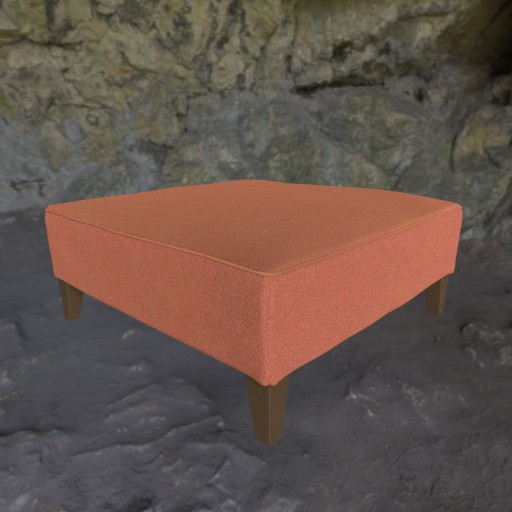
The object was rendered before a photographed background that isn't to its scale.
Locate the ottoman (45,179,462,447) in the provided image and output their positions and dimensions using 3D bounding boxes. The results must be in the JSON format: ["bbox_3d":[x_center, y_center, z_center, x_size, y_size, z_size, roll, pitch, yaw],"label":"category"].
[{"bbox_3d":[0.000,0.000,1.499,0.997,0.438,0.999,15,22,41],"label":"ottoman"}]
